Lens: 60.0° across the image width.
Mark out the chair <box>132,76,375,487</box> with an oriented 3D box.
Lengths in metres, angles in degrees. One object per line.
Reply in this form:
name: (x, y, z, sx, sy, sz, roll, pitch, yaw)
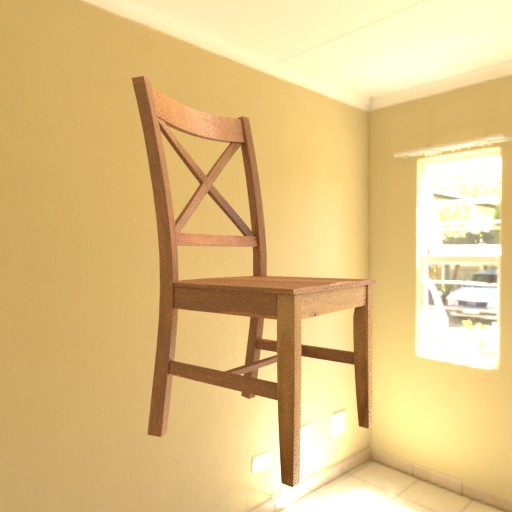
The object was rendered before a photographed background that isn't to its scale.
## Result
chair: (0.000, 0.000, 1.268, 0.542, 0.983, 0.485, 0, 0, 37)
